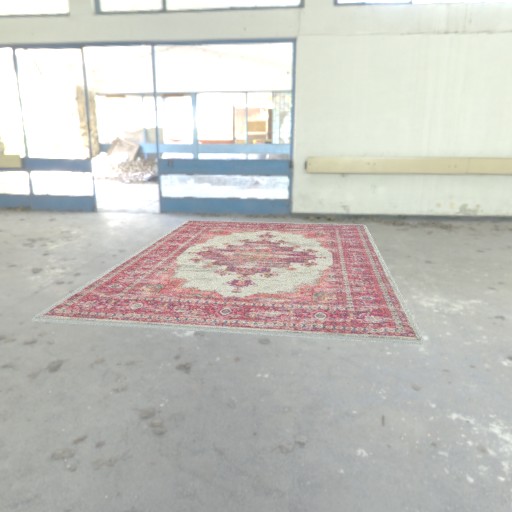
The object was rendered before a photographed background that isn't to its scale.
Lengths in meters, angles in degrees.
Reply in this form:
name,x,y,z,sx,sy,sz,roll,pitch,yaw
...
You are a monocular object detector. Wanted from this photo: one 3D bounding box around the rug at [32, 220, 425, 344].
name,x,y,z,sx,sy,sz,roll,pitch,yaw
rug,0.000,0.000,2.176,1.217,0.011,1.747,2,15,8
